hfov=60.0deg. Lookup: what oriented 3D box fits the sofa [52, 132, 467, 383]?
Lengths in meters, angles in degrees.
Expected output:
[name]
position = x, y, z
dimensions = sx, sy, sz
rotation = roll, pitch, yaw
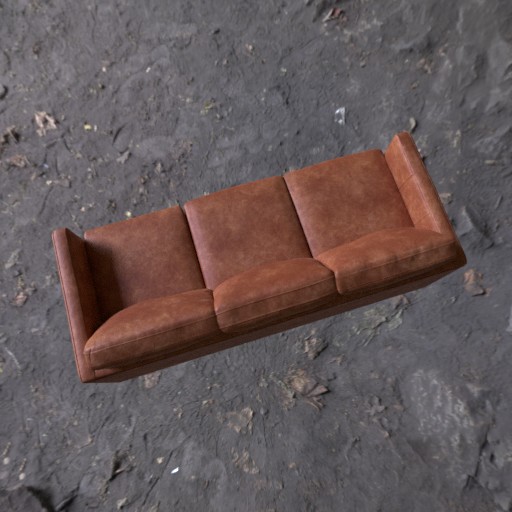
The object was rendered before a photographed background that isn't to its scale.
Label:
[sofa]
position = 0.000, 0.000, 3.081
dimensions = 2.464, 1.006, 1.045
rotation = -17, 75, -5
